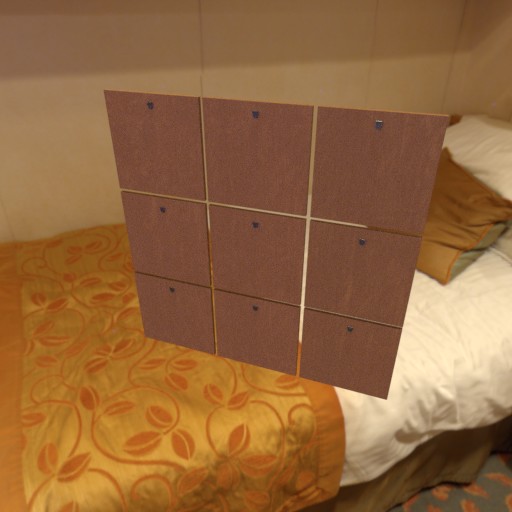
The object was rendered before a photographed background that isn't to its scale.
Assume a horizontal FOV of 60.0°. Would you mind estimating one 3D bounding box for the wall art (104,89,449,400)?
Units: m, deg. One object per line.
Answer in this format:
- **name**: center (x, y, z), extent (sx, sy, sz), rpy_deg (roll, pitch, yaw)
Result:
- **wall art**: center (0.000, 0.000, 1.355), extent (0.915, 0.913, 0.018), rpy_deg (10, 32, 17)
